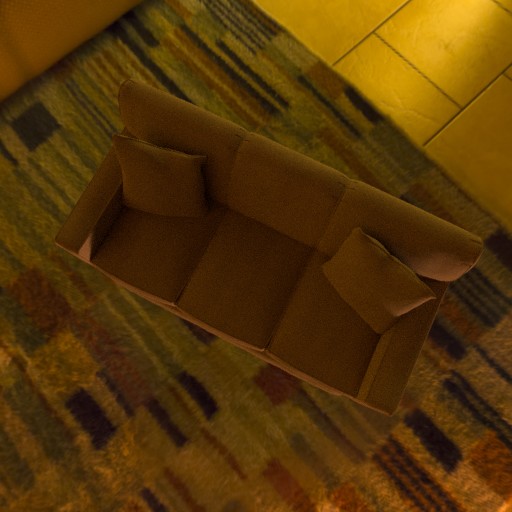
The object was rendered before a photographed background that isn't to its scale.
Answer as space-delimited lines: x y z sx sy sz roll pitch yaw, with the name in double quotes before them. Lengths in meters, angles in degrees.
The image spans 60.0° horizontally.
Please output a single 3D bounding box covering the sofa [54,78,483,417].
"sofa" 0.000 0.000 2.548 2.024 0.958 0.997 26 78 6
